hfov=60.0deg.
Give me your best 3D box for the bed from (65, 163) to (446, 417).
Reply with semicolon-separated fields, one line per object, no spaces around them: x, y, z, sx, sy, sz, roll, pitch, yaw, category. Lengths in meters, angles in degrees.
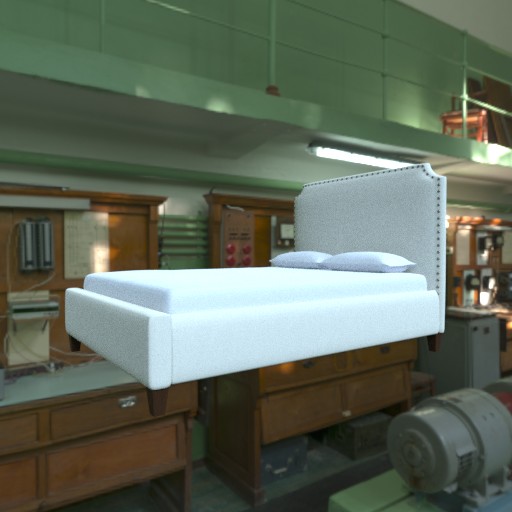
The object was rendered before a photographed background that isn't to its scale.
0.000;0.000;3.359;2.372;1.443;1.712;-1;1;-35;bed
